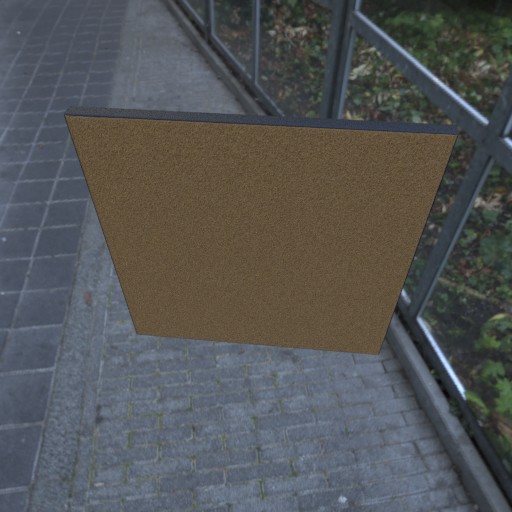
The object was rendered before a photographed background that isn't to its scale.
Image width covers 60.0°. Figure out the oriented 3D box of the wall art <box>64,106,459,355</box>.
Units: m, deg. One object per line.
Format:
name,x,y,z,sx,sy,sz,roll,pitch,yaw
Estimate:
wall art,0.000,0.000,0.676,0.456,0.453,0.022,4,46,4
